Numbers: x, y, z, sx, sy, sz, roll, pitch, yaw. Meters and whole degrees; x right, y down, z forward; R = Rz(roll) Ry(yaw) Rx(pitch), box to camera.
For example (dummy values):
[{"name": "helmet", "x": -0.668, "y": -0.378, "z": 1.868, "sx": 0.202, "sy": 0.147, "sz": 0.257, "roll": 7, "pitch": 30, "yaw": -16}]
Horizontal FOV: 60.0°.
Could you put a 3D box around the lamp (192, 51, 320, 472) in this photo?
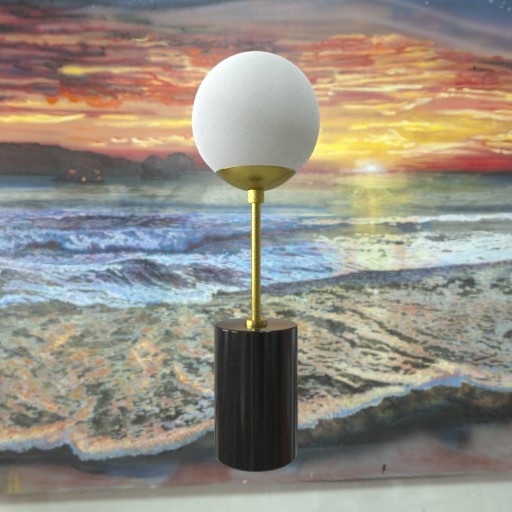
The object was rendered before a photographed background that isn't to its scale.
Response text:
[{"name": "lamp", "x": 0.000, "y": 0.000, "z": 0.540, "sx": 0.153, "sy": 0.480, "sz": 0.153, "roll": 0, "pitch": 1, "yaw": 0}]
